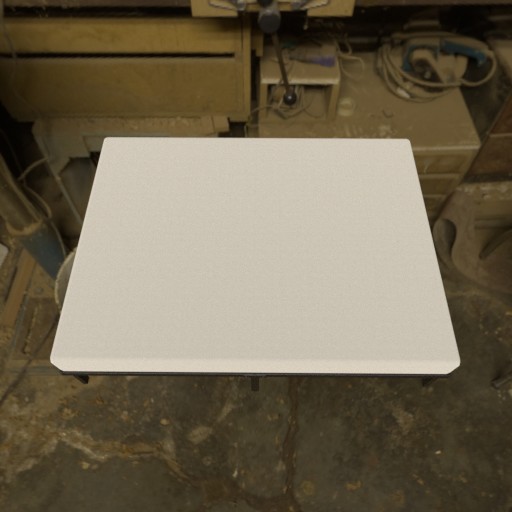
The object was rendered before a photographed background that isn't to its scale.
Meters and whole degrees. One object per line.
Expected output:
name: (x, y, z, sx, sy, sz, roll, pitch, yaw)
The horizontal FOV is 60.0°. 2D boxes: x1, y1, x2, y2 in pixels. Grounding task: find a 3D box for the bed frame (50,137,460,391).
bed frame: (0.000, 0.000, 3.566, 2.635, 0.680, 1.990, 0, 60, 0)
